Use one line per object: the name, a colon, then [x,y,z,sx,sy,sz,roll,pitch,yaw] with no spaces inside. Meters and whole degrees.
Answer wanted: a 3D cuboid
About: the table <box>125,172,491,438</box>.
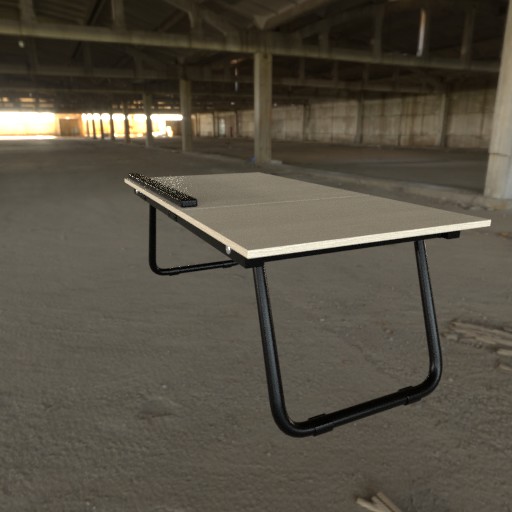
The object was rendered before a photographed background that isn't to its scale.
table: [0.000,0.000,0.775,0.322,0.242,0.644,-8,18,-24]
